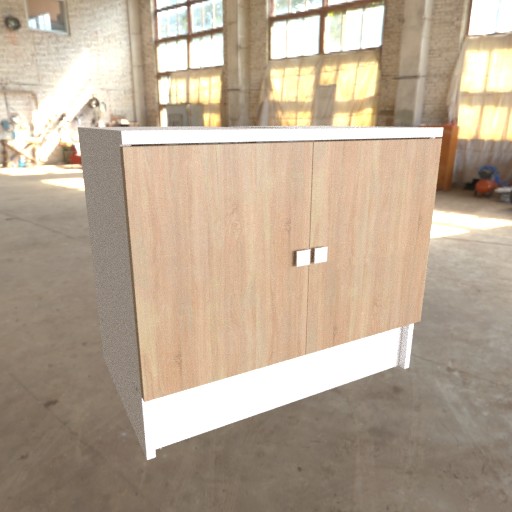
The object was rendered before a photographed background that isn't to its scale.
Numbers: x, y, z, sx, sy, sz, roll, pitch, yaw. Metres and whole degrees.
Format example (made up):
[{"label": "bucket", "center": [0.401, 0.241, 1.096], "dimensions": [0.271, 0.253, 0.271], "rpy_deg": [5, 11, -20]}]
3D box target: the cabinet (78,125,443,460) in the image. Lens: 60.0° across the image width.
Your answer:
[{"label": "cabinet", "center": [0.000, 0.000, 0.936], "dimensions": [0.600, 0.522, 0.400], "rpy_deg": [-9, 19, -27]}]
